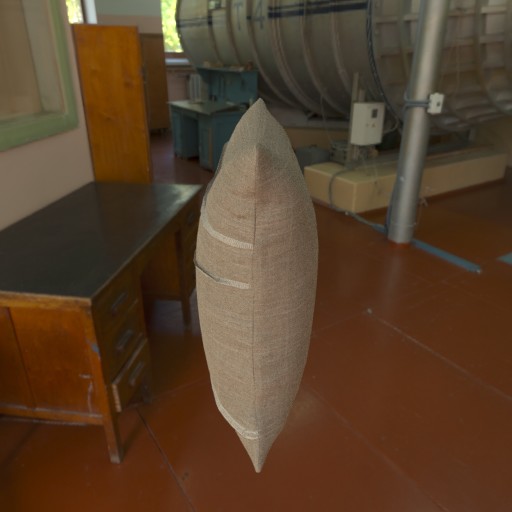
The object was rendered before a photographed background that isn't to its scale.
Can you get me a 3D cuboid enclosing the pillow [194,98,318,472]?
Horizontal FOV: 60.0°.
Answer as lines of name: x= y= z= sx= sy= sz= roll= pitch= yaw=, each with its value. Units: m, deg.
pillow: x=0.000 y=0.000 z=0.650 sx=0.169 sy=0.400 sz=0.424 roll=0 pitch=25 yaw=1
